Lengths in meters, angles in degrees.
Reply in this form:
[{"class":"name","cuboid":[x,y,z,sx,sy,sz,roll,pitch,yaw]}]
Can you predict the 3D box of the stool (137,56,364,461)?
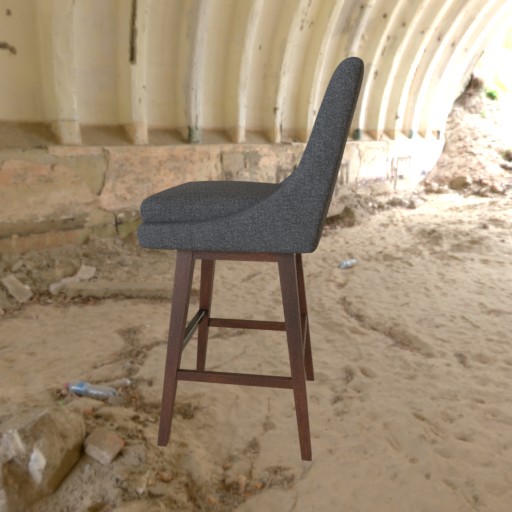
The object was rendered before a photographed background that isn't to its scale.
[{"class":"stool","cuboid":[0.000,0.000,1.366,0.572,1.068,0.489,2,15,8]}]
